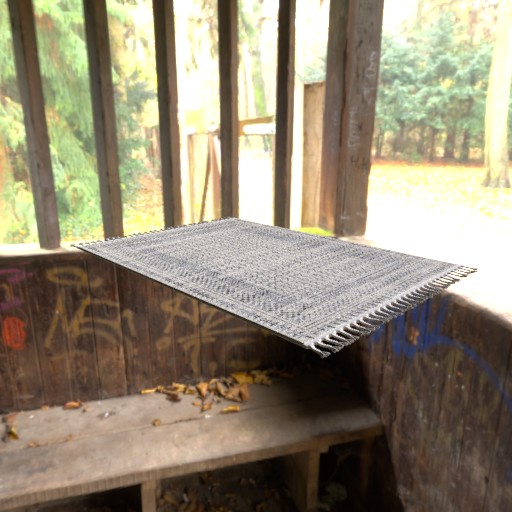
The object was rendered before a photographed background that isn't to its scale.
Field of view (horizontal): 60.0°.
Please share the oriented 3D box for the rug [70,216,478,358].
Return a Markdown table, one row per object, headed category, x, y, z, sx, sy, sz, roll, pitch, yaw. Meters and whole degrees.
| category | x | y | z | sx | sy | sz | roll | pitch | yaw |
| --- | --- | --- | --- | --- | --- | --- | --- | --- | --- |
| rug | 0.000 | 0.000 | 2.371 | 1.243 | 0.013 | 1.872 | -15 | 22 | -42 |
